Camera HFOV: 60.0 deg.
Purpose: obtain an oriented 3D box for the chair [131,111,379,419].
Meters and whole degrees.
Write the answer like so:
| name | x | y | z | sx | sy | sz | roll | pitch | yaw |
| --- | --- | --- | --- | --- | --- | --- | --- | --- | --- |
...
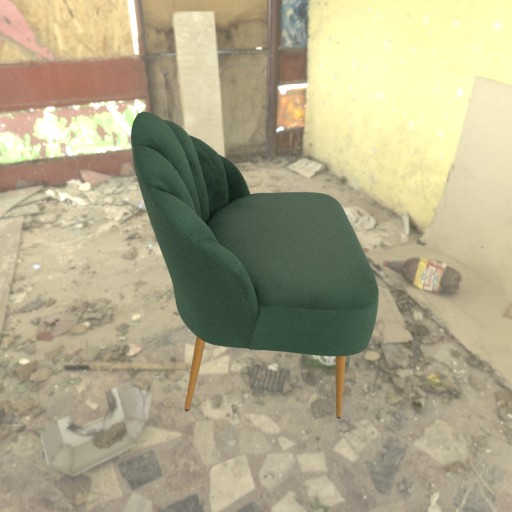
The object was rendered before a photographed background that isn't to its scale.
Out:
| name | x | y | z | sx | sy | sz | roll | pitch | yaw |
| --- | --- | --- | --- | --- | --- | --- | --- | --- | --- |
| chair | 0.000 | 0.000 | 1.300 | 0.599 | 0.819 | 0.657 | -1 | 31 | -1 |
